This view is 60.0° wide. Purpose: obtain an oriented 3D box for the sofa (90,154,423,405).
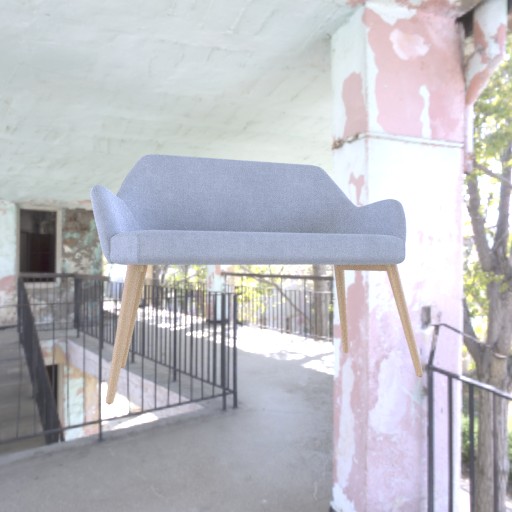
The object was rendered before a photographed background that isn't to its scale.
[{"bbox_3d":[0.000,0.000,1.649,1.150,0.840,0.610,0,-1,-17],"label":"sofa"}]
